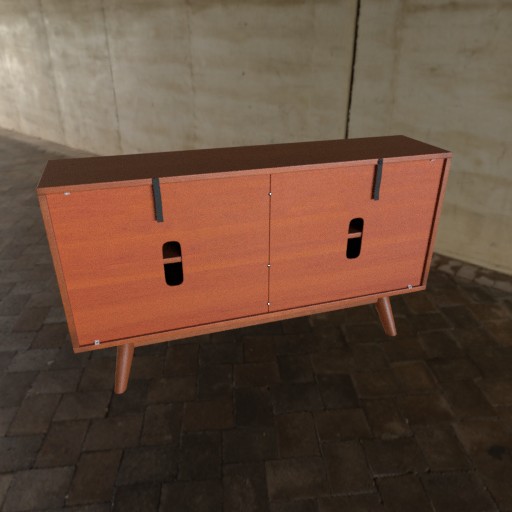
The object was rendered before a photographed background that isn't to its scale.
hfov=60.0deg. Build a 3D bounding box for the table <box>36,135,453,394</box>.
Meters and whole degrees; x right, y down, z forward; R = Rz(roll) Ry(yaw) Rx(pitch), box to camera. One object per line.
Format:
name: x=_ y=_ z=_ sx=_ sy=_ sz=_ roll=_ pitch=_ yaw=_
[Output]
table: x=0.000 y=0.000 z=1.528 sx=1.220 sy=0.698 sz=0.308 roll=-8 pitch=28 yaw=-15
